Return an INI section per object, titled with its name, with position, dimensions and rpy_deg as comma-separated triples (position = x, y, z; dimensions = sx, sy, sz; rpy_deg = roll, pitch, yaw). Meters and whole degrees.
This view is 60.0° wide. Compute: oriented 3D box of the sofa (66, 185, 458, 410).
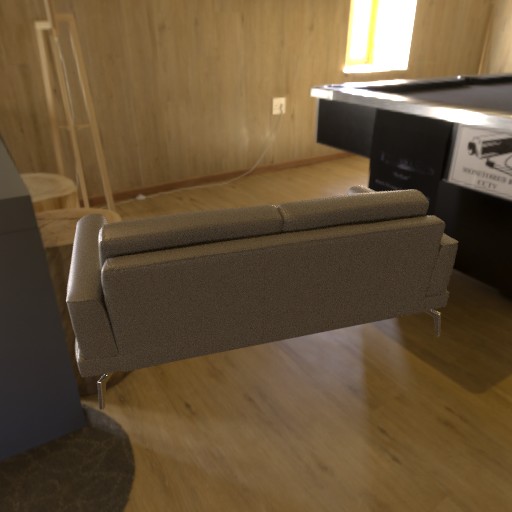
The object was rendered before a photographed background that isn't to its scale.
[sofa]
position = 0.000, 0.000, 2.771
dimensions = 2.177, 0.930, 1.121
rpy_deg = -8, 28, -15
